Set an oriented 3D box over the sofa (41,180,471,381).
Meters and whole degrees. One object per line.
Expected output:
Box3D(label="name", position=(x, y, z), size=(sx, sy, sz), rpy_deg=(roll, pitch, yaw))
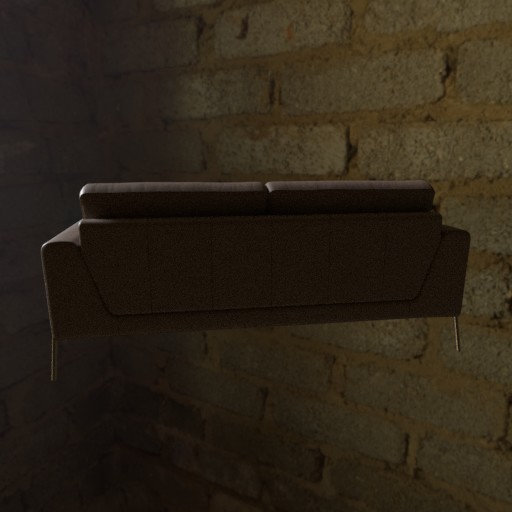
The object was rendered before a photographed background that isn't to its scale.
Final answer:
Box3D(label="sofa", position=(0.000, 0.000, 2.506), size=(2.017, 0.875, 0.953), rpy_deg=(-2, 13, -8))
